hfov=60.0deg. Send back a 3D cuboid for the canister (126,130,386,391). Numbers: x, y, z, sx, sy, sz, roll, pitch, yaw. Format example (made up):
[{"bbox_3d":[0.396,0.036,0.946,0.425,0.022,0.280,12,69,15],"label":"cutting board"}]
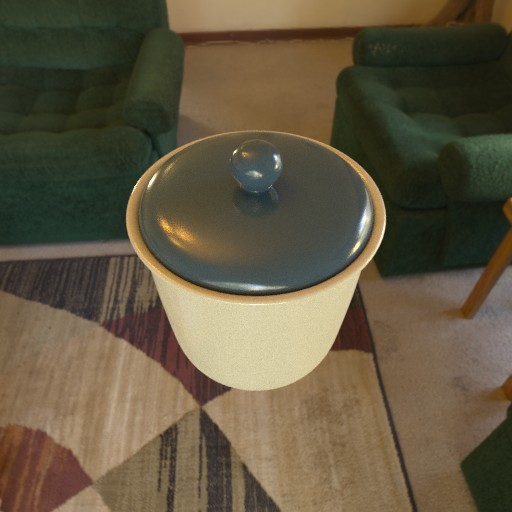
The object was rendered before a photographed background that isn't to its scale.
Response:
[{"bbox_3d":[0.000,0.000,0.359,0.182,0.208,0.182,0,48,0],"label":"canister"}]
